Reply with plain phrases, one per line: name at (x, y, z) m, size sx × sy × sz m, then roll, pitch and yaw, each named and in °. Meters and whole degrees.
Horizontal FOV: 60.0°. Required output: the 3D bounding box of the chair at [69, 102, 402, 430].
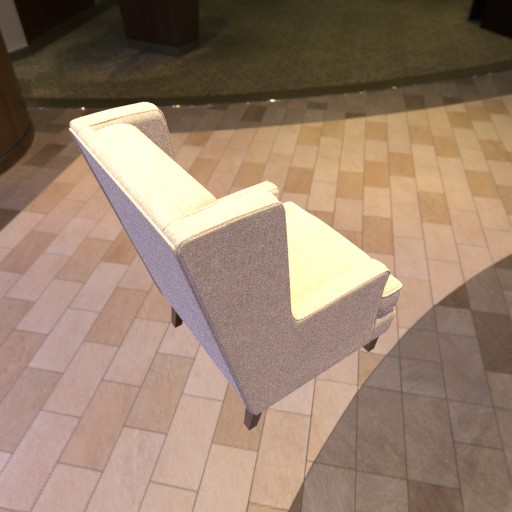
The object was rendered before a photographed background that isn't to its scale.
chair at (0.000, 0.000, 1.726) m, size 0.948 × 1.082 × 0.764 m, roll -25°, pitch 47°, yaw -26°
